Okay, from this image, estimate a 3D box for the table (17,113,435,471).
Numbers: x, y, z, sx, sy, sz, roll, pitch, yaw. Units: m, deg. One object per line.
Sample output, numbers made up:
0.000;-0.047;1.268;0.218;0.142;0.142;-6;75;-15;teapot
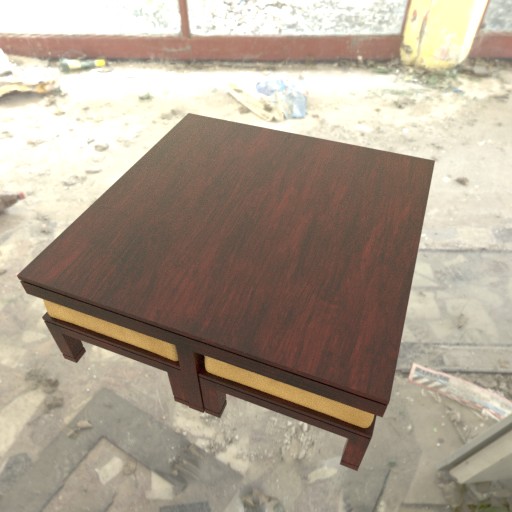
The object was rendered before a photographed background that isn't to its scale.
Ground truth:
0.000;0.000;1.337;0.865;0.356;0.865;15;47;15;table
